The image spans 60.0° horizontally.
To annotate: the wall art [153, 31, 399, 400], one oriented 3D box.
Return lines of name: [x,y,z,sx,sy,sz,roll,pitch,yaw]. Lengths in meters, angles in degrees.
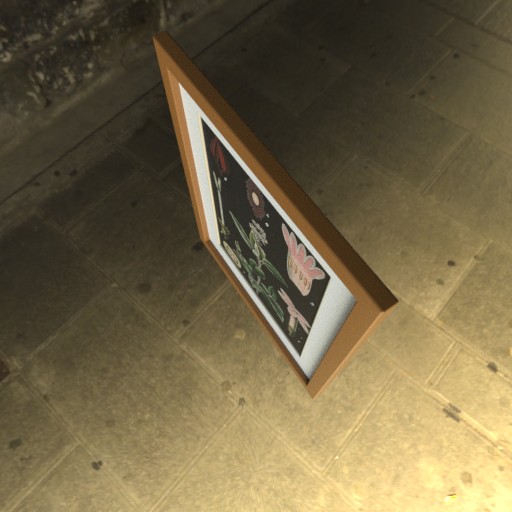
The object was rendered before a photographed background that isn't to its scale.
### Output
wall art: [0.000,0.000,0.738,0.021,0.550,0.449,-31,68,-14]
